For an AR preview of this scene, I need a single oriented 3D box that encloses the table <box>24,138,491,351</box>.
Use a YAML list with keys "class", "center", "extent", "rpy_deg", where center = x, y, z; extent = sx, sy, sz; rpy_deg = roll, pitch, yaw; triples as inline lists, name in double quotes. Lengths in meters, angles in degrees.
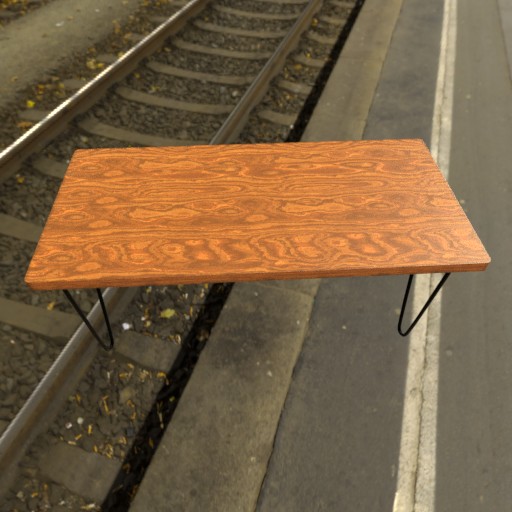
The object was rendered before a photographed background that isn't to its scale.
- class: "table"
  center: [0.000, 0.000, 2.259]
  extent: [1.791, 0.753, 0.883]
  rpy_deg: [-2, 47, -2]
